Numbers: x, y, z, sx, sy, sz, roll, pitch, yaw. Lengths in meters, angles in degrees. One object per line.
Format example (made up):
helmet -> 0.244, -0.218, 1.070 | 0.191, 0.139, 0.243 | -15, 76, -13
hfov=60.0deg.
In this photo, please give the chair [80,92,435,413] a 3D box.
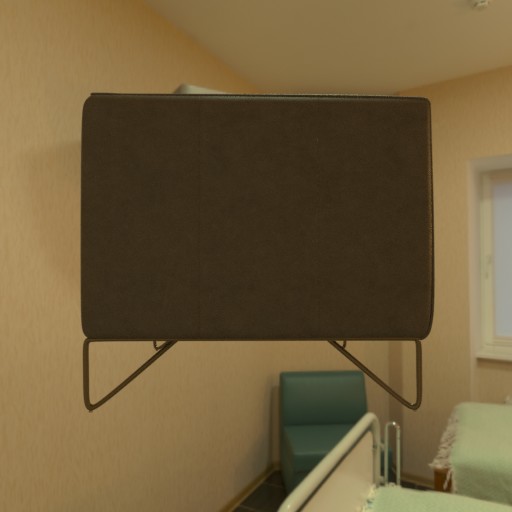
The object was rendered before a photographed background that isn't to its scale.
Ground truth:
chair -> 0.000, 0.000, 1.509 | 0.894, 0.790, 0.880 | 0, -2, -1
